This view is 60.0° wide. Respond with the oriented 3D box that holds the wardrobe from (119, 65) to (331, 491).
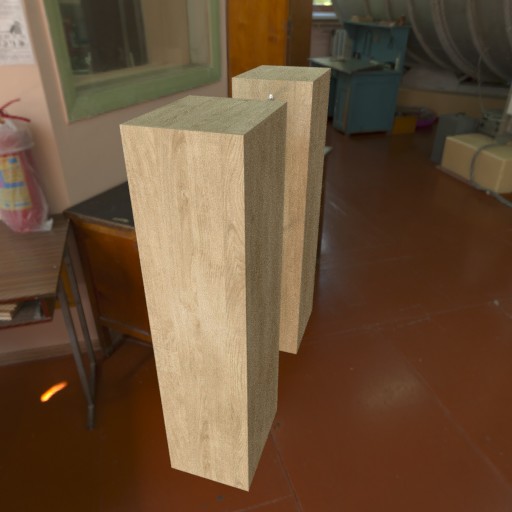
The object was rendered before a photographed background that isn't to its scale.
[{"bbox_3d":[0.000,0.000,2.786,0.480,2.000,1.770,9,31,15],"label":"wardrobe"}]
